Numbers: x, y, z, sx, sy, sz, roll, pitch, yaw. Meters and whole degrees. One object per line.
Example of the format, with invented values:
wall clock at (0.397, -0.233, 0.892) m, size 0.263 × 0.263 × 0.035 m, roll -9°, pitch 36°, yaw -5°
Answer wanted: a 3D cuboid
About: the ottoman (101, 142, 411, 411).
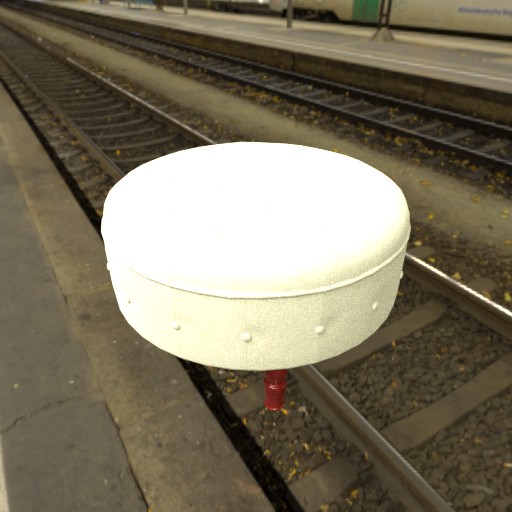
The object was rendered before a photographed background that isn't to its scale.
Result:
ottoman at (0.000, 0.000, 1.355) m, size 0.850 × 0.483 × 0.850 m, roll 0°, pitch 32°, yaw 0°
